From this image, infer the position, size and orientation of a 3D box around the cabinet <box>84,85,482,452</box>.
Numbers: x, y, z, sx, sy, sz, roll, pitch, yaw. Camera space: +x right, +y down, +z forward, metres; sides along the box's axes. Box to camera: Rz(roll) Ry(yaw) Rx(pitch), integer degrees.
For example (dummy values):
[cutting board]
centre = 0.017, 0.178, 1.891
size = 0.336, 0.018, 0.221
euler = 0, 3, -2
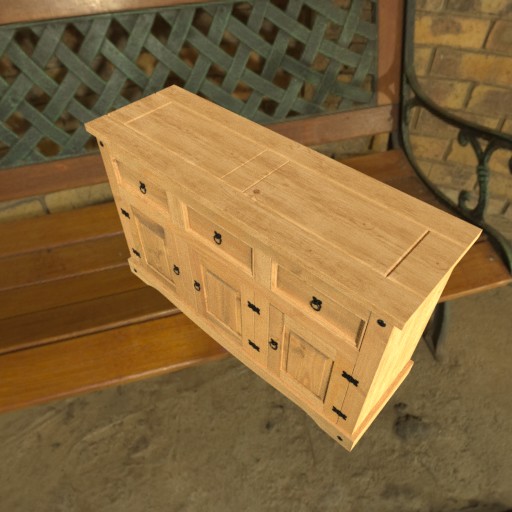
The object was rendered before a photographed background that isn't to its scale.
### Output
[cabinet]
centre = 0.000, 0.000, 1.729
size = 1.321, 0.810, 0.432
euler = 33, 55, 28
